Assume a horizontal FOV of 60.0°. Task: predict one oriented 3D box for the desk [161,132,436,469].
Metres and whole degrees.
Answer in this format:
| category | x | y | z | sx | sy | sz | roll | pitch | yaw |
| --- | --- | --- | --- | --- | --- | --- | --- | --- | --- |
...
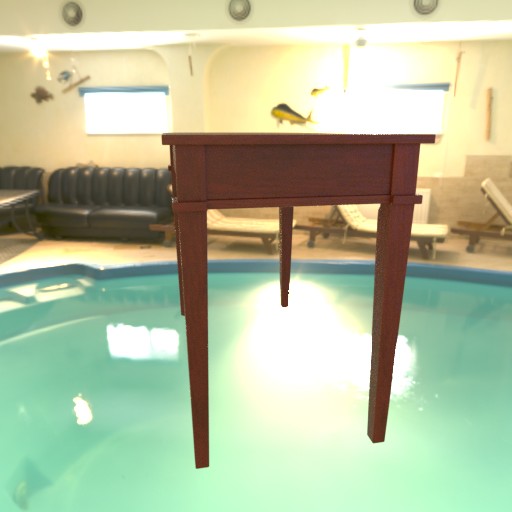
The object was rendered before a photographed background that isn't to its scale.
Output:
| category | x | y | z | sx | sy | sz | roll | pitch | yaw |
| --- | --- | --- | --- | --- | --- | --- | --- | --- | --- |
| desk | 0.000 | 0.000 | 1.427 | 0.549 | 0.762 | 1.001 | -3 | 16 | -11 |
